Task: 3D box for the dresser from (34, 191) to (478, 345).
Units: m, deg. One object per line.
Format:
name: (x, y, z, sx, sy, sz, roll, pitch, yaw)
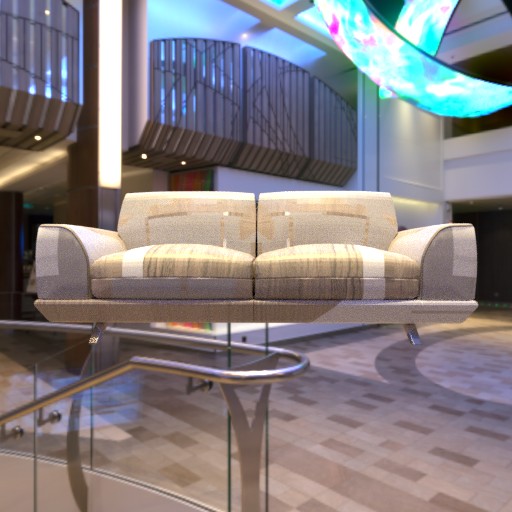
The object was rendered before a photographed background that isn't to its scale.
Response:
dresser: (0.000, 0.000, 5.692, 4.679, 1.863, 2.251, 0, 0, 1)
